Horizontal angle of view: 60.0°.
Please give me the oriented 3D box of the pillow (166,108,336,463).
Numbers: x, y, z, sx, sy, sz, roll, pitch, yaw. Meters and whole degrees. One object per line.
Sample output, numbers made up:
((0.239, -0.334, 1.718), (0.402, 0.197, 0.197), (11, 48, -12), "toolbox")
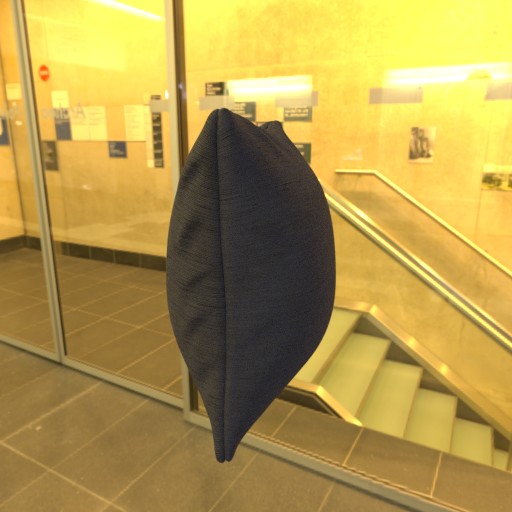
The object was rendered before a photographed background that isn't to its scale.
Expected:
((0.000, 0.000, 0.684), (0.246, 0.414, 0.432), (3, 15, 10), "pillow")
